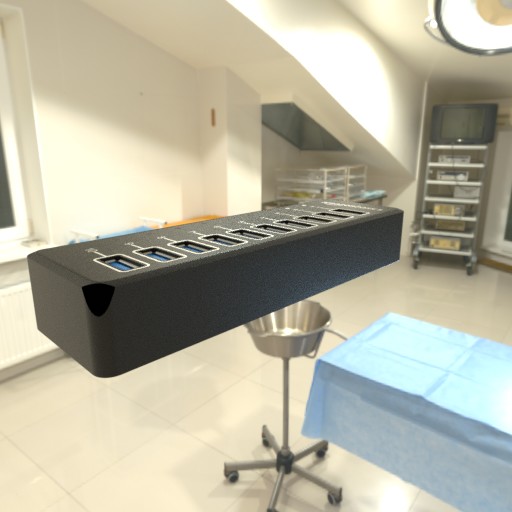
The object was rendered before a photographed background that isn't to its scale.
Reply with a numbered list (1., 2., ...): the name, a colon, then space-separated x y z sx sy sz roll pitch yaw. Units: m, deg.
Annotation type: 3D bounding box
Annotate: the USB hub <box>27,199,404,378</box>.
1. USB hub: 0.000 0.000 0.163 0.044 0.023 0.145 15 22 43
